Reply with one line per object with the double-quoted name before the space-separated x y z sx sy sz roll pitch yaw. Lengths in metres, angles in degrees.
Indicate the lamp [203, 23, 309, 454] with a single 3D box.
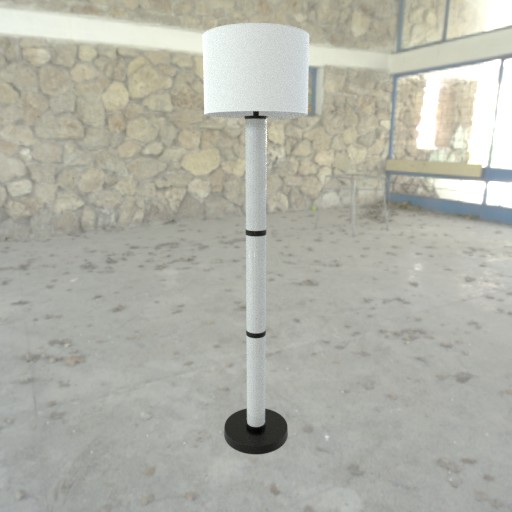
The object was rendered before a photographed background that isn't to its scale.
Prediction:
"lamp" 0.000 0.000 1.752 0.377 1.599 0.377 -7 16 -27
